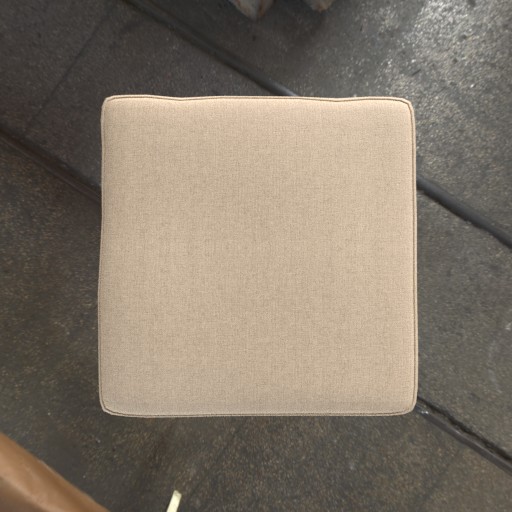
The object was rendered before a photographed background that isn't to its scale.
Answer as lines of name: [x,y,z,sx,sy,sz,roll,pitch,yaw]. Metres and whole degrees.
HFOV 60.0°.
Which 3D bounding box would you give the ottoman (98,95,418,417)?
ottoman: [0.000,0.000,1.334,0.838,0.503,0.838,0,89,-1]
